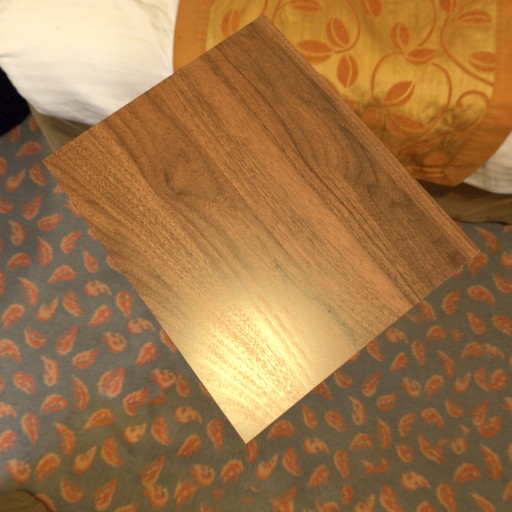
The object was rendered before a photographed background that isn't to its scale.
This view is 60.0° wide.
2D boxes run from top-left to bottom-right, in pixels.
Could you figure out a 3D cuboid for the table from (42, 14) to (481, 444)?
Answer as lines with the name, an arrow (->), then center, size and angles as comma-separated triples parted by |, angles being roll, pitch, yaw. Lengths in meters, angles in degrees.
table -> 0.000, 0.000, 1.518 | 0.660, 1.041, 0.786 | -37, 80, -8
